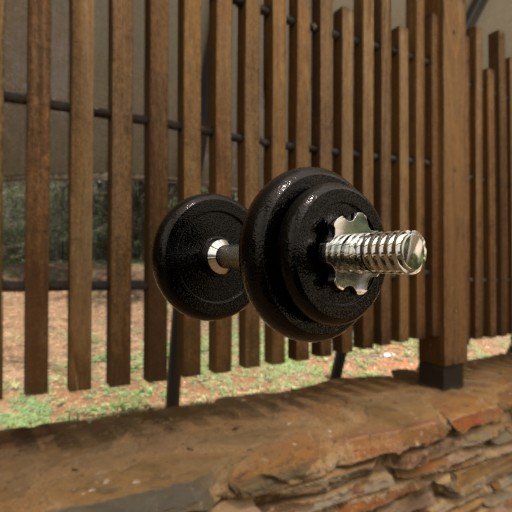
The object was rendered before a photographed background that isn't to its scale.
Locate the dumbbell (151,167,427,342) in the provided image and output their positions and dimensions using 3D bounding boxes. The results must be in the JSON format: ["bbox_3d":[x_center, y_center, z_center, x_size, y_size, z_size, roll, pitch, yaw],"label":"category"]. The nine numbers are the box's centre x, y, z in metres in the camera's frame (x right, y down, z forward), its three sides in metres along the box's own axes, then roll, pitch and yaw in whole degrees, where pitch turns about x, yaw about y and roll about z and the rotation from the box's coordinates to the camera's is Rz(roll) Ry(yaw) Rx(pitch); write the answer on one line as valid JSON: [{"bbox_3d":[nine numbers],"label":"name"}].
[{"bbox_3d":[0.000,0.000,0.609,0.202,0.202,0.497,1,-1,-36],"label":"dumbbell"}]
